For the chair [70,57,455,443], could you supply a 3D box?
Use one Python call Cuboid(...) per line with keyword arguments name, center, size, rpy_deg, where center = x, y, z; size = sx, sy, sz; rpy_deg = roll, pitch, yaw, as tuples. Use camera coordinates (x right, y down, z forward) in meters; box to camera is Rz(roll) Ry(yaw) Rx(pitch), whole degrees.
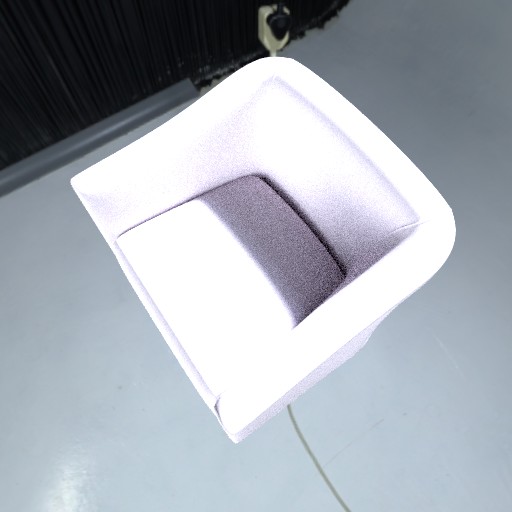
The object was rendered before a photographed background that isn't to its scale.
Cuboid(name="chair", center=(0.000, 0.000, 1.324), size=(0.700, 0.720, 0.790), rpy_deg=(-32, 68, -15))
